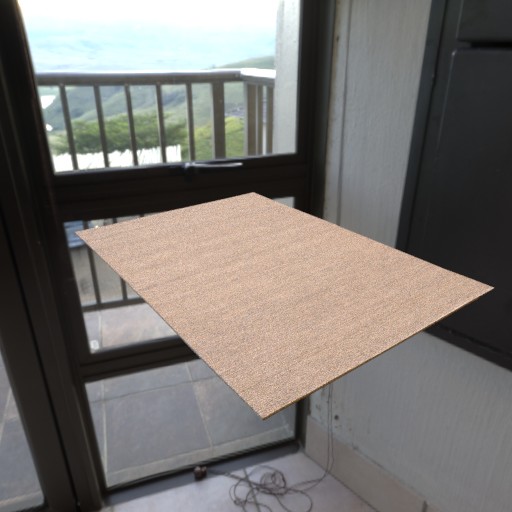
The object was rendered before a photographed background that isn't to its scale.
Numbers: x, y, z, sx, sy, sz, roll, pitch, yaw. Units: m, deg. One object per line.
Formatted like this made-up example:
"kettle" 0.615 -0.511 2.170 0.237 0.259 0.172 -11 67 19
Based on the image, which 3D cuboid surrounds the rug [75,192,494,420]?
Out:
"rug" 0.000 0.000 2.841 1.624 0.030 2.264 -17 30 -33
